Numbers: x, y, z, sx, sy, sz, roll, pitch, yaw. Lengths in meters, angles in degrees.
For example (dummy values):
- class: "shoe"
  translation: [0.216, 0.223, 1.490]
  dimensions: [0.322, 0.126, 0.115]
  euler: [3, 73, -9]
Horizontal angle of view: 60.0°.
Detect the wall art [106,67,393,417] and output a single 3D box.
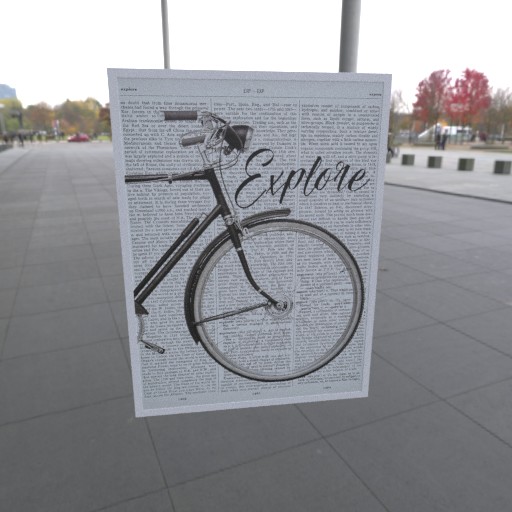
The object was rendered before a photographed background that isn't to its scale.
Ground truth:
- class: "wall art"
  translation: [0.000, 0.000, 0.784]
  dimensions: [0.457, 0.610, 0.003]
  euler: [-2, 16, -8]
